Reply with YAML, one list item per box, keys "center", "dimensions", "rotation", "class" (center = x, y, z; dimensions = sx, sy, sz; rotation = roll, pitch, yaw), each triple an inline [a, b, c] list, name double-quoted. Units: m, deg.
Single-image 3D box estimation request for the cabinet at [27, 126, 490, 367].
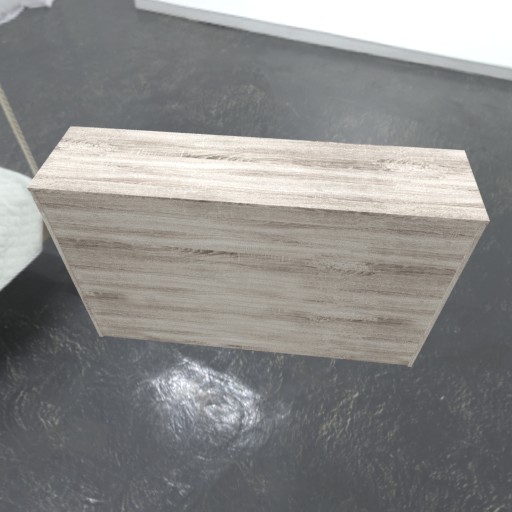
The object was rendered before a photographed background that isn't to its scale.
- center: [0.000, 0.000, 1.839]
  dimensions: [1.450, 0.900, 0.380]
  rotation: [5, 48, 4]
  class: "cabinet"
